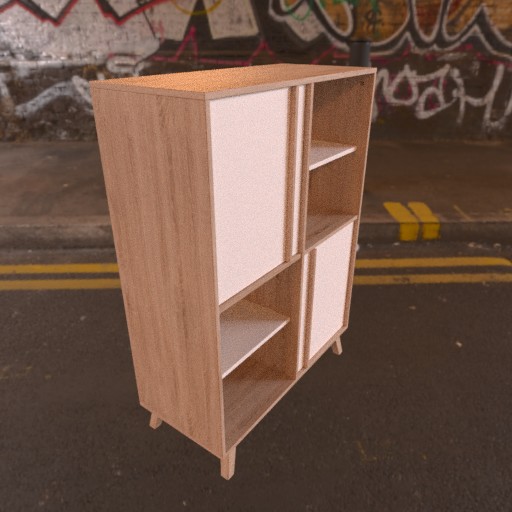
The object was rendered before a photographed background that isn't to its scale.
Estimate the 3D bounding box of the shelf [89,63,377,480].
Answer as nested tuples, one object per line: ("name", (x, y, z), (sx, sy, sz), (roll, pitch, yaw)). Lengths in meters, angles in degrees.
("shelf", (0.000, 0.000, 1.820), (0.450, 1.390, 1.000), (19, 32, 32))
